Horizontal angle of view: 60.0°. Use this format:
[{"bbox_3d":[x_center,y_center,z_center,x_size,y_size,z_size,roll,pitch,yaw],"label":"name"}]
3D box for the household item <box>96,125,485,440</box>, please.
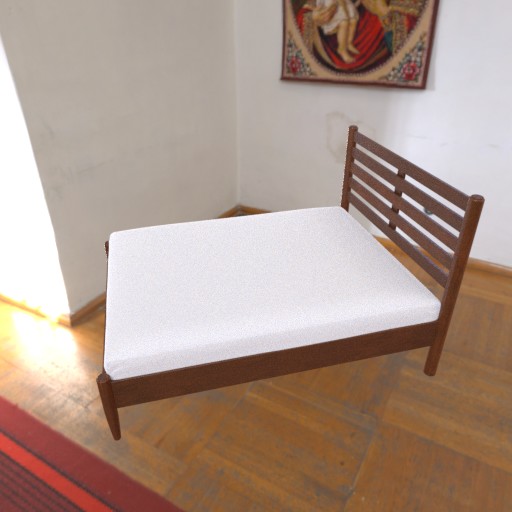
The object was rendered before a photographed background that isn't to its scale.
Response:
[{"bbox_3d":[0.000,0.000,3.247,2.232,1.356,1.663,-8,31,-13],"label":"household item"}]
